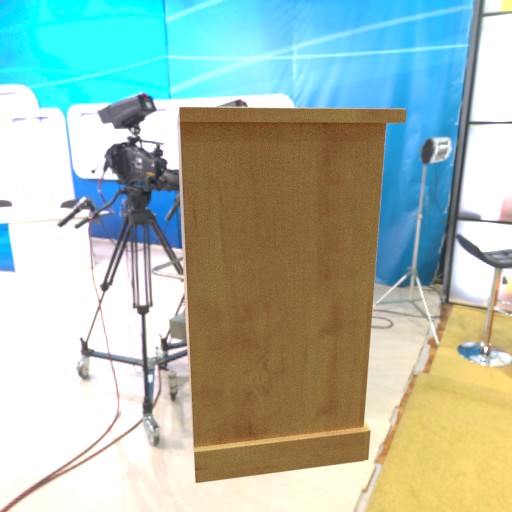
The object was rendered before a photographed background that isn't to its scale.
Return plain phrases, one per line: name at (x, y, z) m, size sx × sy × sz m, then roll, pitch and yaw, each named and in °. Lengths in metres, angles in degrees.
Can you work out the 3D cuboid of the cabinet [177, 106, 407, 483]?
cabinet at (0.000, 0.000, 1.399) m, size 0.450 × 0.840 × 0.920 m, roll -3°, pitch 16°, yaw -10°
